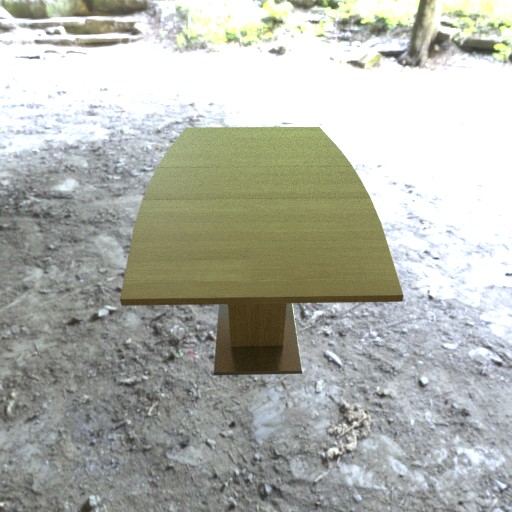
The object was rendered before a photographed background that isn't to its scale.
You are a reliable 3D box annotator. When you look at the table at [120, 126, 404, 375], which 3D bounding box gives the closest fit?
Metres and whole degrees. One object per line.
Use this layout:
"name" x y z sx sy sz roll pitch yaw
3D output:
"table" 0.000 0.000 2.079 0.900 0.748 1.598 -1 32 -1
